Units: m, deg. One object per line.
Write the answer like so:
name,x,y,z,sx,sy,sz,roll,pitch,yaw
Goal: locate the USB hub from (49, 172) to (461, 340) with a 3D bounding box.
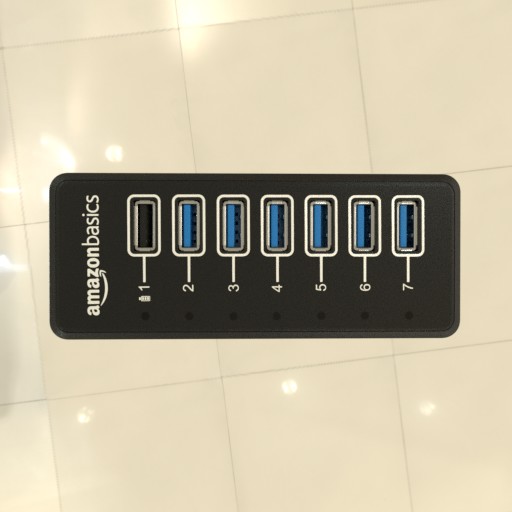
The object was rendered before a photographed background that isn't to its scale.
USB hub,0.000,0.000,0.129,0.110,0.023,0.044,0,90,-1
